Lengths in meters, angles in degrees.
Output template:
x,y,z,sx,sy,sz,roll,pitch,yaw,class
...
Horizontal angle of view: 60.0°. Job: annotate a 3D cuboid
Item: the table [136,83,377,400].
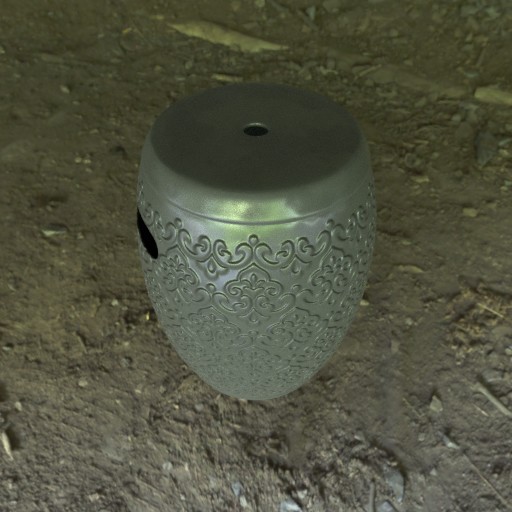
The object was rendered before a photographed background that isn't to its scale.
x,y,z,sx,sy,sz,roll,pitch,yaw,class
0.000,0.000,0.620,0.309,0.397,0.309,0,46,0,table
